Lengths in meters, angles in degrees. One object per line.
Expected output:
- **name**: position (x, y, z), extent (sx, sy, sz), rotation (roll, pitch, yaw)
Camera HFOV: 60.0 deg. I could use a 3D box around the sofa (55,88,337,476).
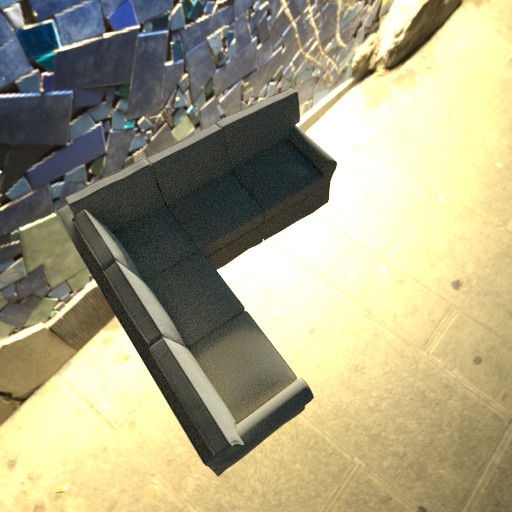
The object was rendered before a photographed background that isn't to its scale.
- **sofa**: position (0.000, 0.000, 4.052), extent (2.597, 1.070, 2.591), rotation (-32, 65, -17)
